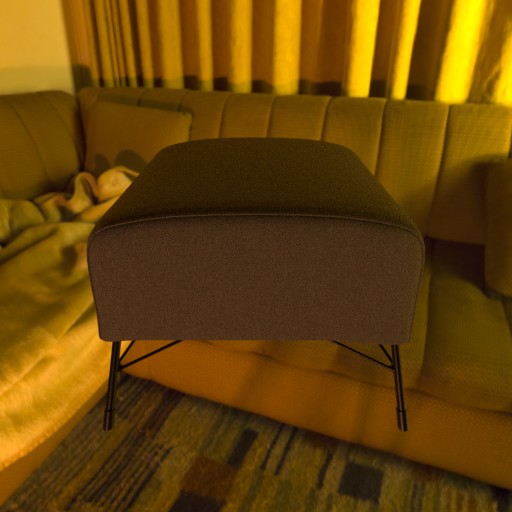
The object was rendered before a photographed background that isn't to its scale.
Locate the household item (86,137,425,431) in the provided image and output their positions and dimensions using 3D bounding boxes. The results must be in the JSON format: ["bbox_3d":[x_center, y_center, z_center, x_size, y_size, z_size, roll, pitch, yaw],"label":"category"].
[{"bbox_3d":[0.000,0.000,0.908,0.530,0.410,0.530,0,26,0],"label":"household item"}]
